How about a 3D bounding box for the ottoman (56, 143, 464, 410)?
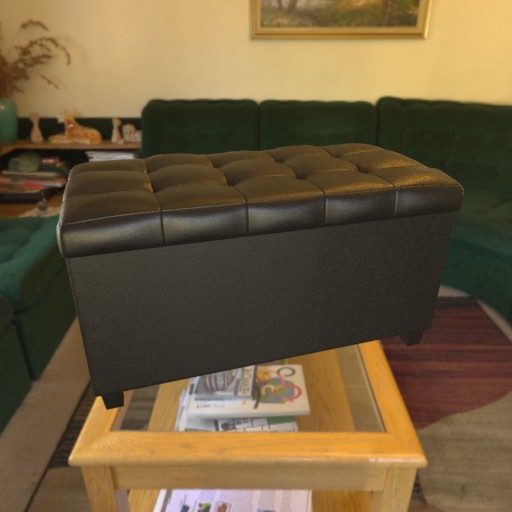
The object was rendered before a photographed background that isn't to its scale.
[{"bbox_3d":[0.000,0.000,1.116,0.838,0.470,0.432,-8,27,-15],"label":"ottoman"}]
